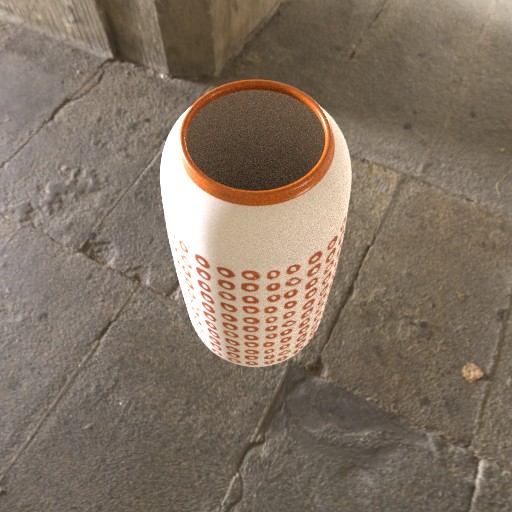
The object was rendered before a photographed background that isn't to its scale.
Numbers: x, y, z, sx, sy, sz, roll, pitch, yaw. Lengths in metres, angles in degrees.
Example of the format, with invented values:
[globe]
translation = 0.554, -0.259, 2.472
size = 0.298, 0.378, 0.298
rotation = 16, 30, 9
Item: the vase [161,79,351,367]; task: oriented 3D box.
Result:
[vase]
translation = 0.000, 0.000, 0.359
size = 0.133, 0.282, 0.133
rotation = 0, 62, 0
